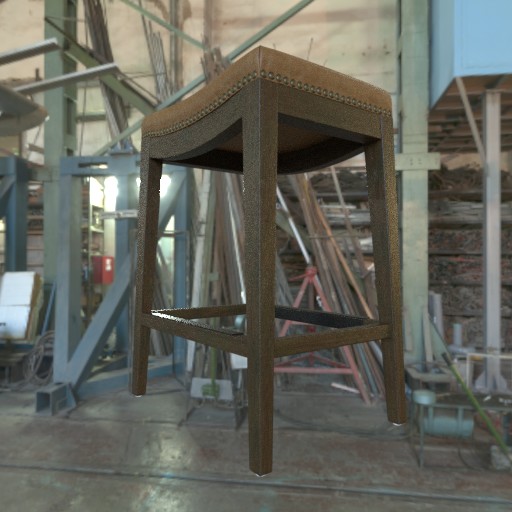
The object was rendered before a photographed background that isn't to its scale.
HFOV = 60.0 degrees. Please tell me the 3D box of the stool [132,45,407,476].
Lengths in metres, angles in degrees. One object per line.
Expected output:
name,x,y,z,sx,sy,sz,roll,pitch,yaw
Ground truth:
stool,0.000,0.000,0.958,0.361,0.660,0.500,0,0,-37
